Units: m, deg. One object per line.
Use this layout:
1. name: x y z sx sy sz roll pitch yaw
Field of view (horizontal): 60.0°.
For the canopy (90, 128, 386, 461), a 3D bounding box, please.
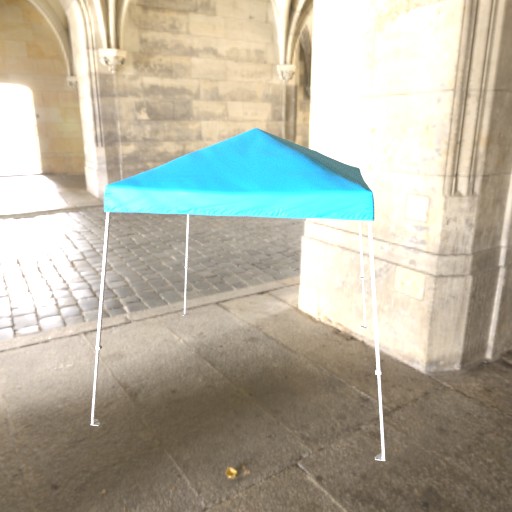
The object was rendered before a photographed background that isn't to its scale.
1. canopy: 0.000 0.000 5.137 2.848 2.849 2.849 3 16 10
